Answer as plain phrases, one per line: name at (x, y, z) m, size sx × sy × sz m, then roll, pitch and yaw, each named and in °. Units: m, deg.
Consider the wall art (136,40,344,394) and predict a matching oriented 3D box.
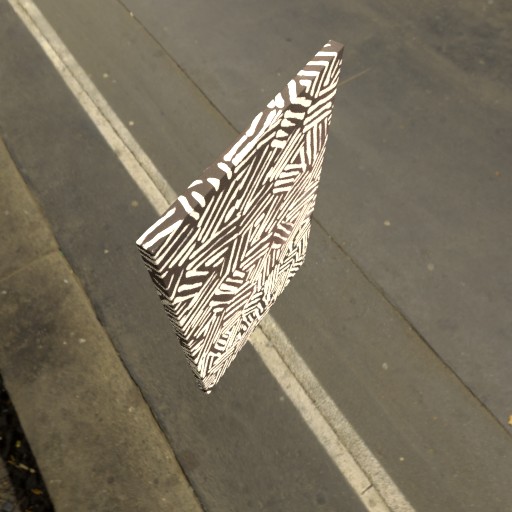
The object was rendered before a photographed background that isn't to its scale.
wall art at (0.000, 0.000, 1.201) m, size 0.035 × 0.918 × 0.615 m, roll 30°, pitch 64°, yaw 16°
